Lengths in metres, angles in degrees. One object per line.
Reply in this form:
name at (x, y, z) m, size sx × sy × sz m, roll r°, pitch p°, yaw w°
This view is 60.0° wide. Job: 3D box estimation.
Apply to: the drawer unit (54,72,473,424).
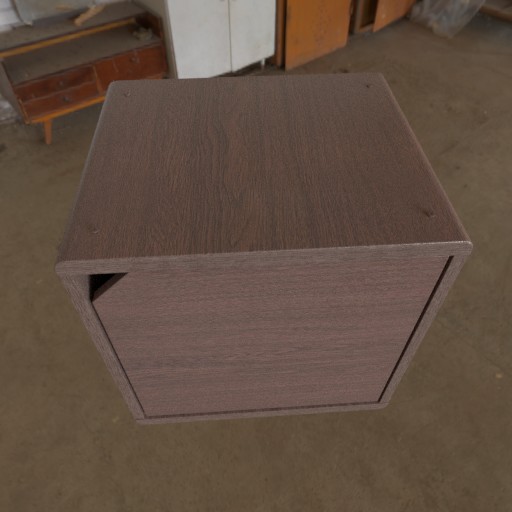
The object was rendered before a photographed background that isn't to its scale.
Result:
drawer unit at (0.000, 0.000, 0.578) m, size 0.344 × 0.344 × 0.290 m, roll -3°, pitch 49°, yaw -3°
